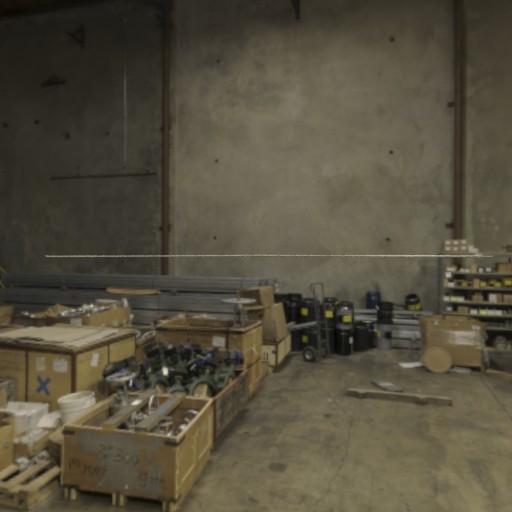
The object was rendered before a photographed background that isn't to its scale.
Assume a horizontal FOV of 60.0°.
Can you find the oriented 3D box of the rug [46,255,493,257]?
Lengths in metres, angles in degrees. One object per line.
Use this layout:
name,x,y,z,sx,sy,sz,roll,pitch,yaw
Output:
rug,0.000,0.000,2.643,2.390,0.014,0.741,0,0,16
